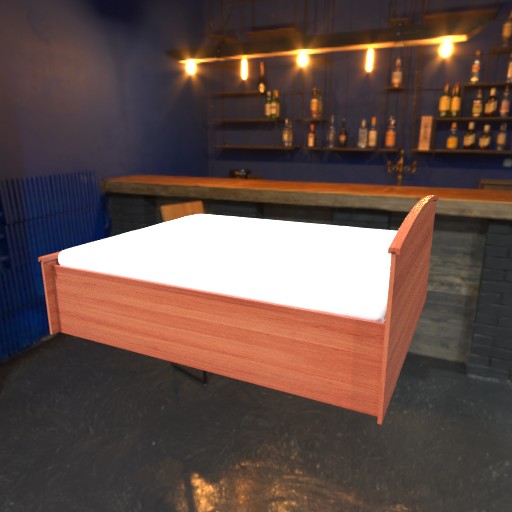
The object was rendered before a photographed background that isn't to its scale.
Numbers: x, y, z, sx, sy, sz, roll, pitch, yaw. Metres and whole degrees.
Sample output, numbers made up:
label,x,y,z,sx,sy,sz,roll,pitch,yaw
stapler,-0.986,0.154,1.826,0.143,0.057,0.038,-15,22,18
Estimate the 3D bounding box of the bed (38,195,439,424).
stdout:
label,x,y,z,sx,sy,sz,roll,pitch,yaw
bed,0.000,0.000,2.938,2.053,0.848,1.683,7,17,25
